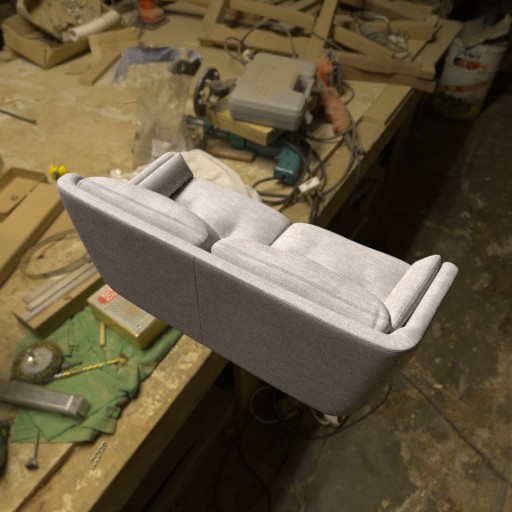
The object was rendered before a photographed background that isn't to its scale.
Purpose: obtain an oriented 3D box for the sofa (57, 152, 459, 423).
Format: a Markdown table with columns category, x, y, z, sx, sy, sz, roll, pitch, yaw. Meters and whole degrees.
| category | x | y | z | sx | sy | sz | roll | pitch | yaw |
| --- | --- | --- | --- | --- | --- | --- | --- | --- | --- |
| sofa | 0.000 | 0.000 | 2.429 | 1.930 | 0.897 | 0.976 | 25 | 52 | 22 |
